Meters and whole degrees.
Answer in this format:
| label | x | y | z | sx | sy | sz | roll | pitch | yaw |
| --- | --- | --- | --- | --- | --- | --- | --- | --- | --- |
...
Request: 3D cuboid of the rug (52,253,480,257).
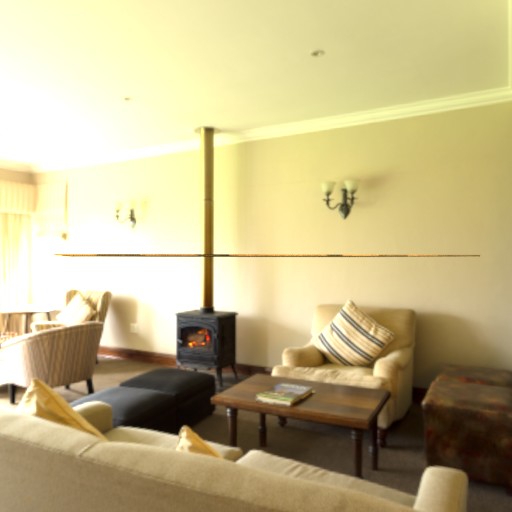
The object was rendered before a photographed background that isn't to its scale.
| label | x | y | z | sx | sy | sz | roll | pitch | yaw |
| --- | --- | --- | --- | --- | --- | --- | --- | --- | --- |
| rug | 0.000 | 0.000 | 3.041 | 2.423 | 0.008 | 1.513 | 0 | 0 | -20 |
